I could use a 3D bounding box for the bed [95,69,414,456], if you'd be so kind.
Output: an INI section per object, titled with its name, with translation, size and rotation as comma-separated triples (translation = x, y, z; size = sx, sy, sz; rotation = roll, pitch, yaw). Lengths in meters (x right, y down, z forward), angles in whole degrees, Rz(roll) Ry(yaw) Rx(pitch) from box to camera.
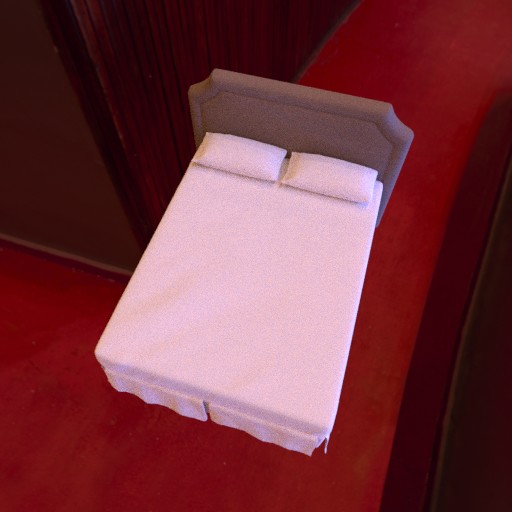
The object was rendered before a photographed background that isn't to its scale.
[bed]
translation = 0.000, 0.000, 3.099
size = 1.693, 1.290, 2.116
rotation = 15, 60, 9
